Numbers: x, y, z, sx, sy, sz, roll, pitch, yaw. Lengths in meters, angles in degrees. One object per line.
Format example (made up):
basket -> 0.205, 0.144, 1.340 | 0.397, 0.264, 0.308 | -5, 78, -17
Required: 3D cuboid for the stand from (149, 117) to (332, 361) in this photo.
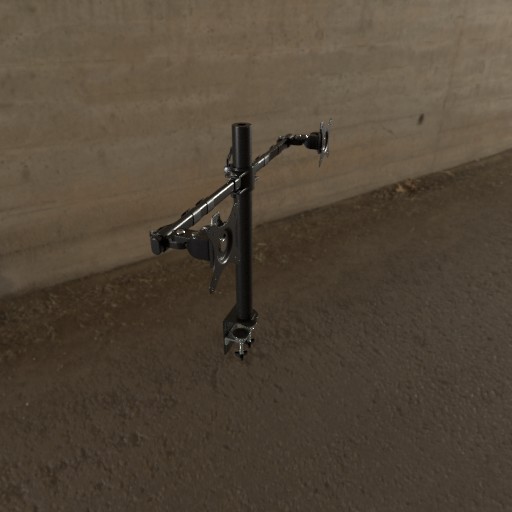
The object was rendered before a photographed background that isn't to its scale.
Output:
stand -> 0.000, 0.000, 1.044 | 0.150, 0.603, 0.743 | 11, 31, 19
